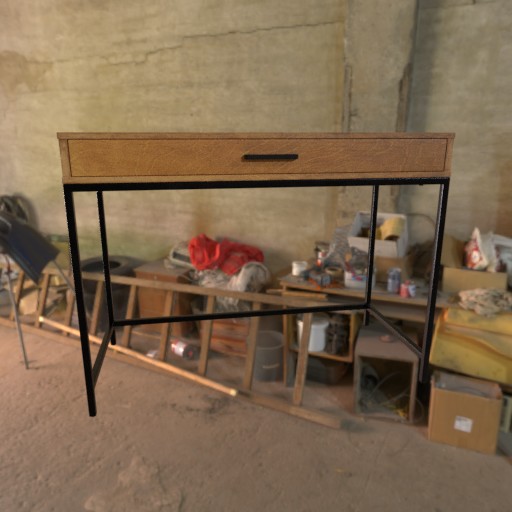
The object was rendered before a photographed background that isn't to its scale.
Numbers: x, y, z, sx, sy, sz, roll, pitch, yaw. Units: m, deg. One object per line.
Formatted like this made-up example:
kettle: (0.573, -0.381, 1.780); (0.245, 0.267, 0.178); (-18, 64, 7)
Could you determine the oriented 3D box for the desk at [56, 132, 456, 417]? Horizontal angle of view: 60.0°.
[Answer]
desk: (0.000, 0.000, 1.422); (1.016, 0.762, 0.470); (-3, 16, -10)
